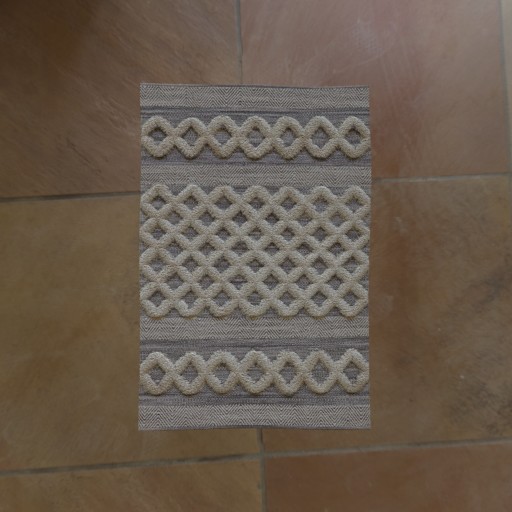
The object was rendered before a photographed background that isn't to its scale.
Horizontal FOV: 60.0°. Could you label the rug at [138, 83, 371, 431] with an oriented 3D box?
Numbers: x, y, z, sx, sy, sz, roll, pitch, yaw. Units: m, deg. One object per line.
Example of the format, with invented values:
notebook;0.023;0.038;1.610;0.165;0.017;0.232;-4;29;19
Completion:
rug;0.000;0.000;2.324;1.222;0.030;1.823;0;89;-1
